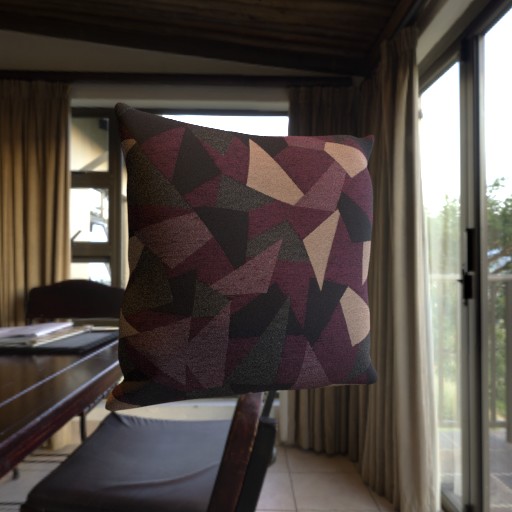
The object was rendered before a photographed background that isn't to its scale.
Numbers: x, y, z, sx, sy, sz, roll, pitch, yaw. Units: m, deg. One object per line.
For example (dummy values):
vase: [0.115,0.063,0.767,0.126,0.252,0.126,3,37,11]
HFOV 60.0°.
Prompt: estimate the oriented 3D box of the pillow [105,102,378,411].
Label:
pillow: [0.000,0.000,0.783,0.503,0.496,0.208,0,-1,-19]
